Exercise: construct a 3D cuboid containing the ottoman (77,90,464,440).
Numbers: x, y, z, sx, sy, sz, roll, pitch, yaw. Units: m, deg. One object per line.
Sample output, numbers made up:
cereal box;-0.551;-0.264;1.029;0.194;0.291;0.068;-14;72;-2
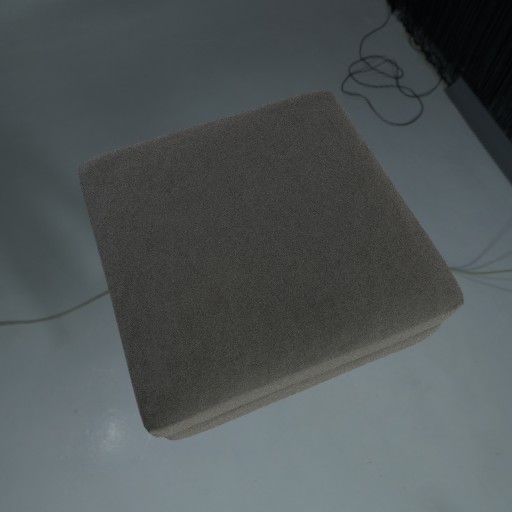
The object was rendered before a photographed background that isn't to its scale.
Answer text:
ottoman;0.000;0.000;1.420;0.881;0.482;0.861;-19;65;-10
